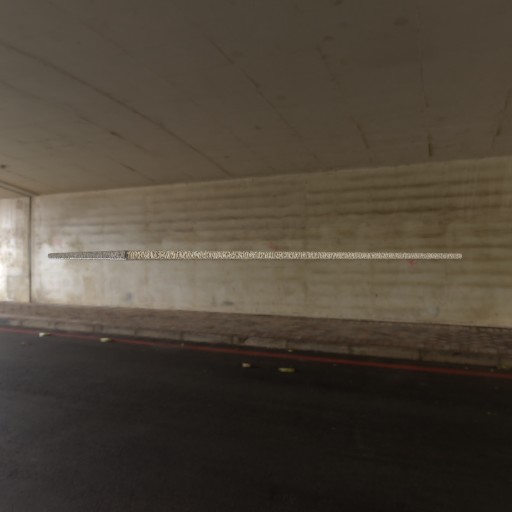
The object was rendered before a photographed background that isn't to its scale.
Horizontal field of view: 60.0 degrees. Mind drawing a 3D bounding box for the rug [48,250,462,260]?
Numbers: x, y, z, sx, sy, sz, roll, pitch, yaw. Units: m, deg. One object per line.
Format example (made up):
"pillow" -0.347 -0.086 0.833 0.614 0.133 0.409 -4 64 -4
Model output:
"rug" 0.000 0.000 2.296 1.778 0.030 1.219 0 0 -35
